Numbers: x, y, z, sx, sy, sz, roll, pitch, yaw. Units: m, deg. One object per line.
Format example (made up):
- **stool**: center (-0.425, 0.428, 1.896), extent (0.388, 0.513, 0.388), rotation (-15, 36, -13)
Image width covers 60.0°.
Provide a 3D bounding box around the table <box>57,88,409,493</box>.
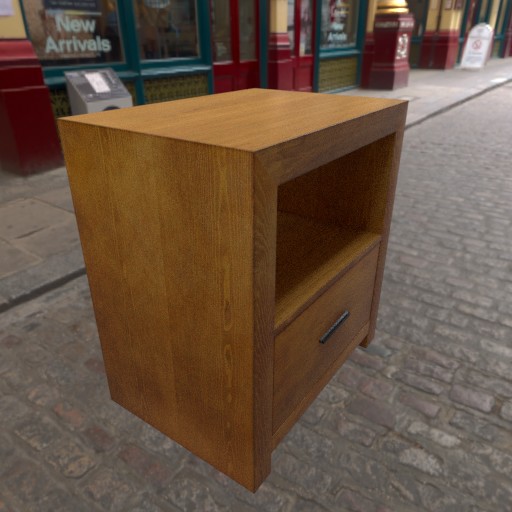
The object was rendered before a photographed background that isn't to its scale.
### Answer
- **table**: center (0.000, 0.000, 0.947), extent (0.400, 0.605, 0.550), rotation (18, 32, 31)
